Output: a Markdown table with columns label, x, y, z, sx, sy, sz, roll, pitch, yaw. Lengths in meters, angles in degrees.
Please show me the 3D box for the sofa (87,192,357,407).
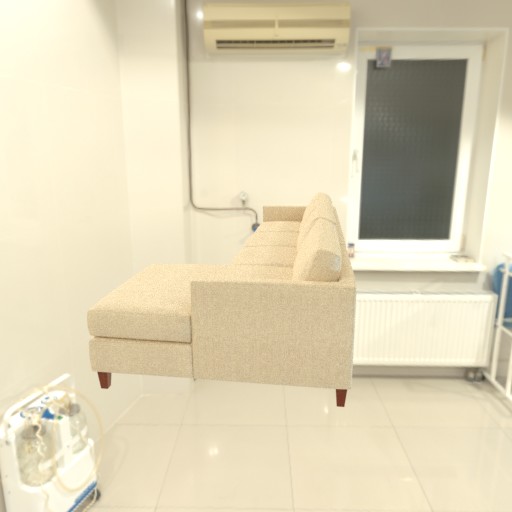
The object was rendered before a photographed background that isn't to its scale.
| label | x | y | z | sx | sy | sz | roll | pitch | yaw |
| --- | --- | --- | --- | --- | --- | --- | --- | --- | --- |
| sofa | 0.000 | 0.000 | 4.195 | 1.603 | 0.954 | 3.471 | 2 | 14 | 8 |
